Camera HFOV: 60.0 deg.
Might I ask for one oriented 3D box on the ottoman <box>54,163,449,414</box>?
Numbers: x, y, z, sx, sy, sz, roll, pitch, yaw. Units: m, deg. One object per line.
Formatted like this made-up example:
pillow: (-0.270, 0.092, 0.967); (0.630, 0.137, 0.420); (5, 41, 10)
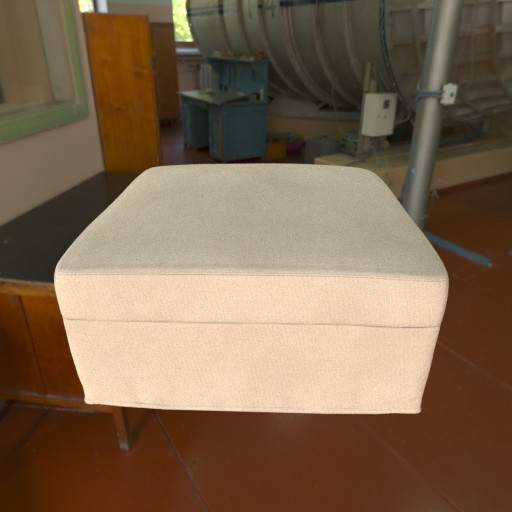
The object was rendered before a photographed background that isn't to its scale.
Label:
ottoman: (0.000, 0.000, 1.334); (0.843, 0.441, 0.842); (1, 26, 2)
